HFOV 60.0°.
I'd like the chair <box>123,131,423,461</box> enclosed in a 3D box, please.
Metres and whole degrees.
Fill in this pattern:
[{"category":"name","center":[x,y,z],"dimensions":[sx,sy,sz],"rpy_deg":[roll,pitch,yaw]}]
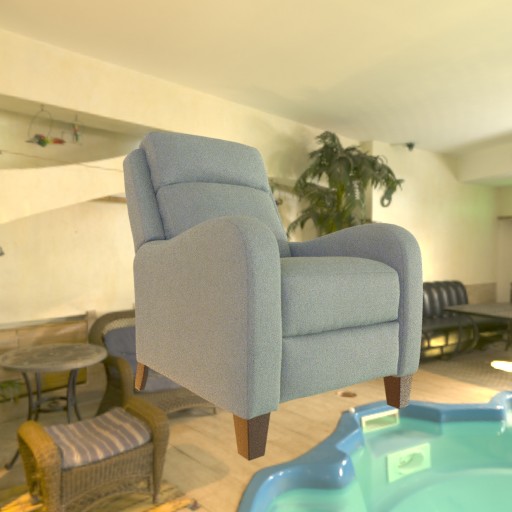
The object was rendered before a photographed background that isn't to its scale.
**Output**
[{"category":"chair","center":[0.000,0.000,1.728],"dimensions":[0.785,1.067,0.988],"rpy_deg":[-1,1,-36]}]
